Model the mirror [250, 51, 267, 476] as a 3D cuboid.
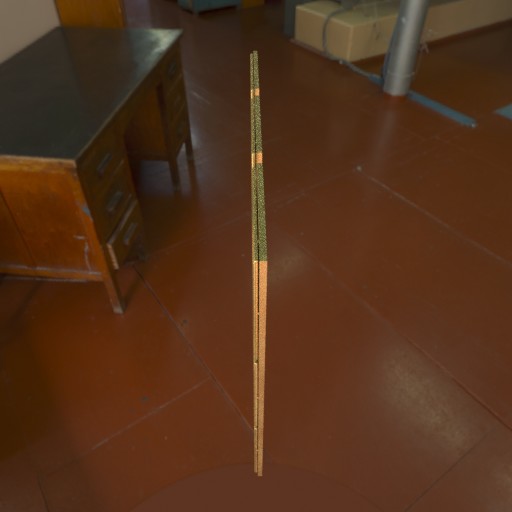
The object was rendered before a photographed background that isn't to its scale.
[{"bbox_3d":[0.000,0.000,1.427,0.023,0.926,1.011,-1,43,-1],"label":"mirror"}]
